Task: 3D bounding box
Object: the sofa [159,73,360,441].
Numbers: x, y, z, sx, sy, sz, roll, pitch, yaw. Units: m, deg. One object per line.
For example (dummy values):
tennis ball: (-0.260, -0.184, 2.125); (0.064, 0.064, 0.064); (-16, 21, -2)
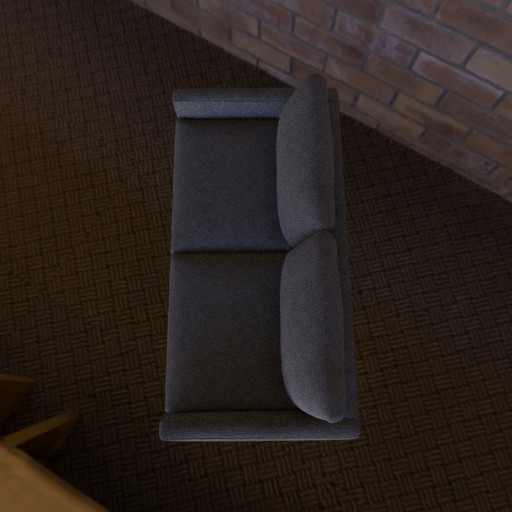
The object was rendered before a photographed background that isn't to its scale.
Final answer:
sofa: (0.000, 0.000, 2.248); (0.866, 0.862, 1.716); (-1, 76, 0)
